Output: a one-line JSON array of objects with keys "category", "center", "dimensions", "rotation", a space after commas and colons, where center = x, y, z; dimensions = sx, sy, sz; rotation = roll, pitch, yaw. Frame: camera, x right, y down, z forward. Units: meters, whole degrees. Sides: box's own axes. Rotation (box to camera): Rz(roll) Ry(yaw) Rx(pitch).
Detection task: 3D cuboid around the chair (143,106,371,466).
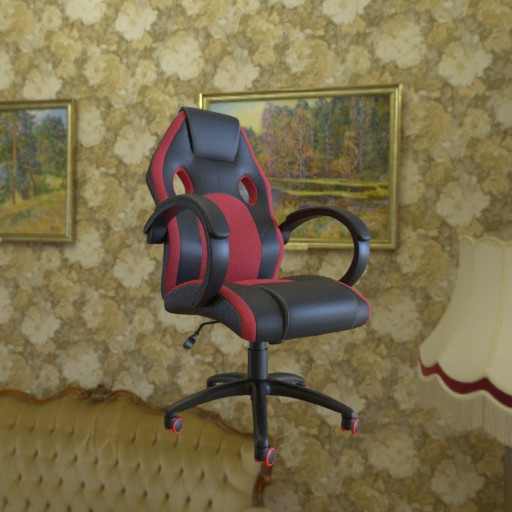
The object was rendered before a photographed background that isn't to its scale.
[{"category": "chair", "center": [0.000, 0.000, 1.587], "dimensions": [0.673, 1.187, 0.724], "rotation": [-1, 1, -37]}]
